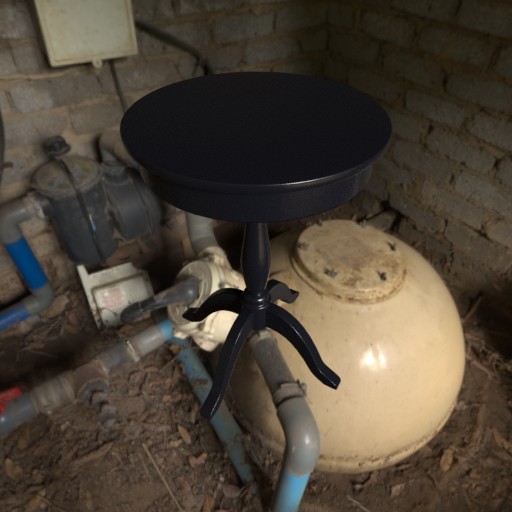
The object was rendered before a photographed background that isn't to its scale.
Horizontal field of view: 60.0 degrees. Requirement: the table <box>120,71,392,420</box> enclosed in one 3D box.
[{"bbox_3d":[0.000,0.000,1.009,0.481,0.665,0.481,0,40,0],"label":"table"}]
